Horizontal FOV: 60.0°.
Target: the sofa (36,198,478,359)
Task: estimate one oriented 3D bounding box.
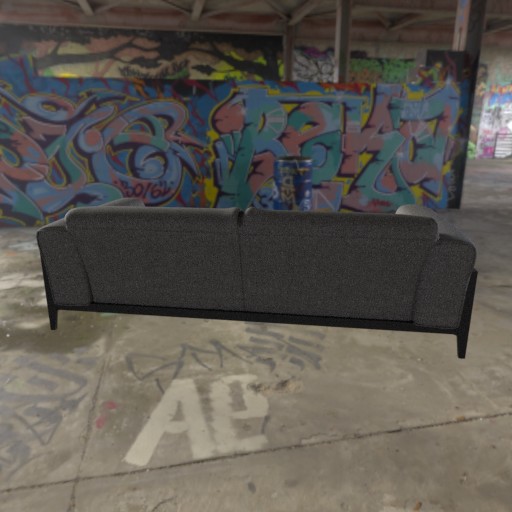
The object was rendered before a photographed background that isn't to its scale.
[{"bbox_3d":[0.000,0.000,2.538,2.125,0.703,0.985,2,16,8],"label":"sofa"}]
